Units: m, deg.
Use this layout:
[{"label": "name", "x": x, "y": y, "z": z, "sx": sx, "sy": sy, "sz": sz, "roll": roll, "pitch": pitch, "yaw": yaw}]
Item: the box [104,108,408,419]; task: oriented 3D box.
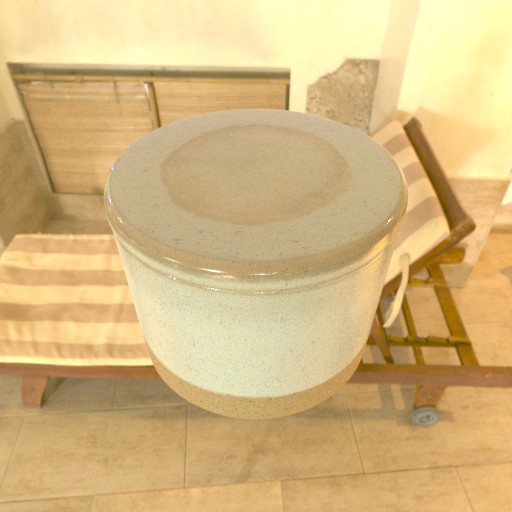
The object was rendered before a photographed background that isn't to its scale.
[{"label": "box", "x": 0.000, "y": 0.000, "z": 0.267, "sx": 0.154, "sy": 0.123, "sz": 0.154, "roll": 0, "pitch": 41, "yaw": 0}]
